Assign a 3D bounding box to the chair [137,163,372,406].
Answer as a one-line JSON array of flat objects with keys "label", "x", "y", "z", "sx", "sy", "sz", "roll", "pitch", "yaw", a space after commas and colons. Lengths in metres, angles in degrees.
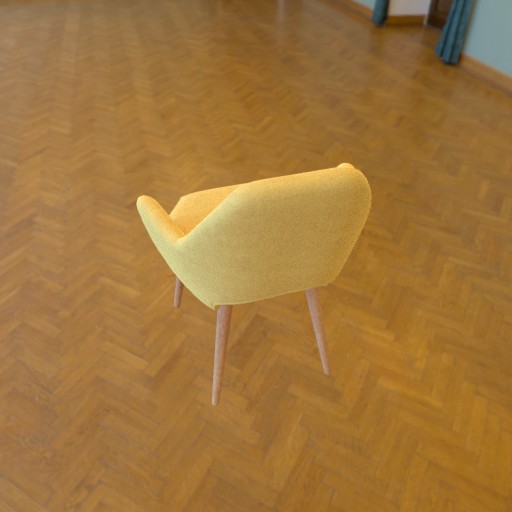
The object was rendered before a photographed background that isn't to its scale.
[{"label": "chair", "x": 0.000, "y": 0.000, "z": 1.263, "sx": 0.590, "sy": 0.840, "sz": 0.610, "roll": -11, "pitch": 42, "yaw": -13}]
